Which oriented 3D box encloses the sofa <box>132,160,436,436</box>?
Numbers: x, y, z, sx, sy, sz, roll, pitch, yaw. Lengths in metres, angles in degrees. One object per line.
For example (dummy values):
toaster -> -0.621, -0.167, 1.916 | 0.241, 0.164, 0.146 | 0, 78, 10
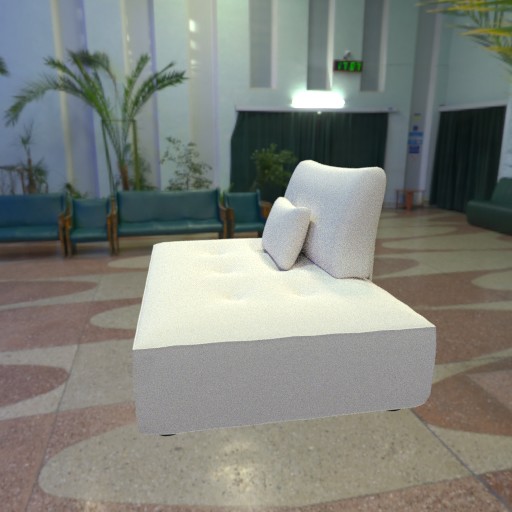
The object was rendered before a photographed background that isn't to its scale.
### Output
sofa -> 0.000, 0.000, 2.046 | 1.000, 0.820, 1.450 | -2, 14, -10
